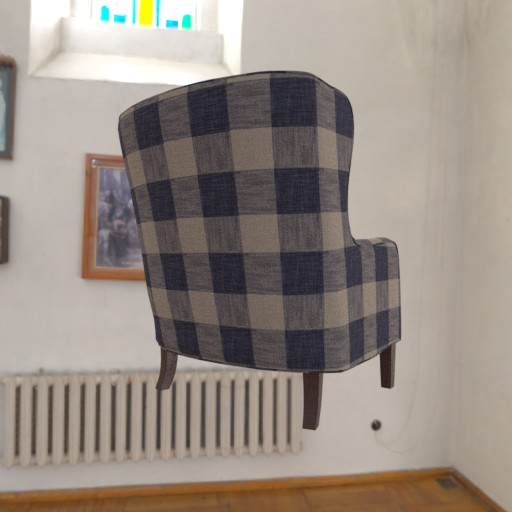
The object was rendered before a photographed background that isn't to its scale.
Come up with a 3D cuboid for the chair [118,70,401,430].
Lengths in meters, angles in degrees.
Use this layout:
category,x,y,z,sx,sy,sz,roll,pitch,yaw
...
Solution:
category,x,y,z,sx,sy,sz,roll,pitch,yaw
chair,0.000,0.000,1.680,0.830,1.041,0.889,0,0,37
